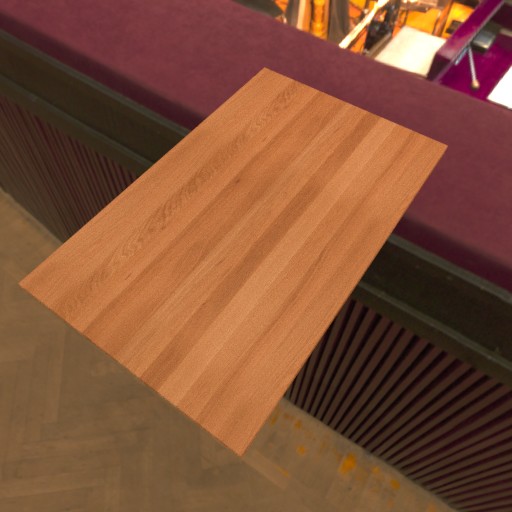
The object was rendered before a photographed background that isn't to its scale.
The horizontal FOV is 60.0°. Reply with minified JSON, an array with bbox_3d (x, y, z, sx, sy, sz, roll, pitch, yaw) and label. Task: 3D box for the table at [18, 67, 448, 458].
[{"bbox_3d":[0.000,0.000,1.471,0.700,0.510,1.100,31,62,18],"label":"table"}]
